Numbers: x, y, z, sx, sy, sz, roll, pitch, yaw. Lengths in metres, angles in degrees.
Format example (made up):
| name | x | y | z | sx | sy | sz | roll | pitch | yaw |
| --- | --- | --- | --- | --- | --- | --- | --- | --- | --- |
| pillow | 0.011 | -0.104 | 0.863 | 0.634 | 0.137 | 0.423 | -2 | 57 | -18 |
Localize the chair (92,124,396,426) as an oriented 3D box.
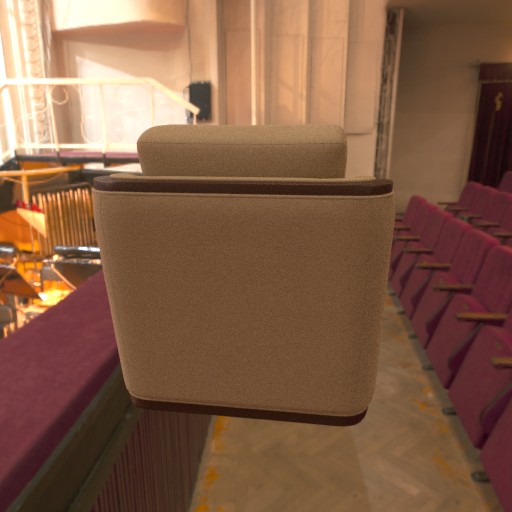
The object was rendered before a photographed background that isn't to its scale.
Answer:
| name | x | y | z | sx | sy | sz | roll | pitch | yaw |
| --- | --- | --- | --- | --- | --- | --- | --- | --- | --- |
| chair | 0.000 | 0.000 | 1.651 | 0.870 | 0.930 | 0.950 | 2 | 15 | 8 |
